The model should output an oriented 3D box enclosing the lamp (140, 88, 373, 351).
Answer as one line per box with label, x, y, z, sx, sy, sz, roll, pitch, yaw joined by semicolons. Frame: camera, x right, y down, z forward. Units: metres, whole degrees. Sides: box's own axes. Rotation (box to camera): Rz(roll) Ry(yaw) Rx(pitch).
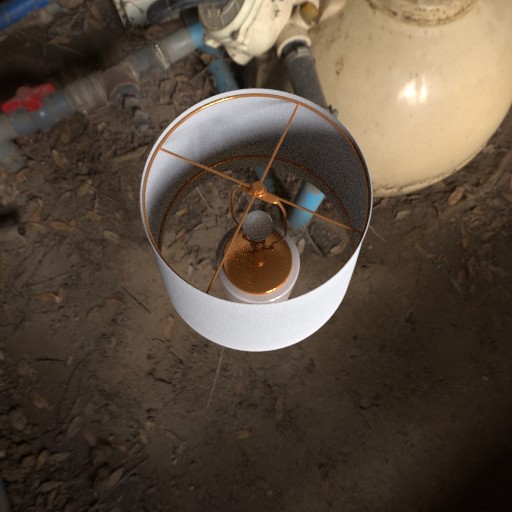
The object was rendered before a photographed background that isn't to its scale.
lamp;0.000;0.000;0.448;0.189;0.340;0.189;0;75;0
